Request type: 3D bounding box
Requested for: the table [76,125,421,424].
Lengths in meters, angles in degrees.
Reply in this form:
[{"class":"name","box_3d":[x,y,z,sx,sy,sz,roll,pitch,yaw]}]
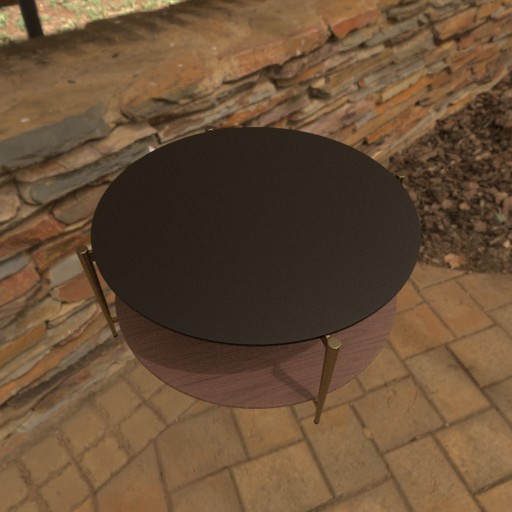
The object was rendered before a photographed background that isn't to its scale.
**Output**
[{"class":"table","box_3d":[0.000,0.000,1.441,0.938,0.400,0.938,31,53,27]}]
